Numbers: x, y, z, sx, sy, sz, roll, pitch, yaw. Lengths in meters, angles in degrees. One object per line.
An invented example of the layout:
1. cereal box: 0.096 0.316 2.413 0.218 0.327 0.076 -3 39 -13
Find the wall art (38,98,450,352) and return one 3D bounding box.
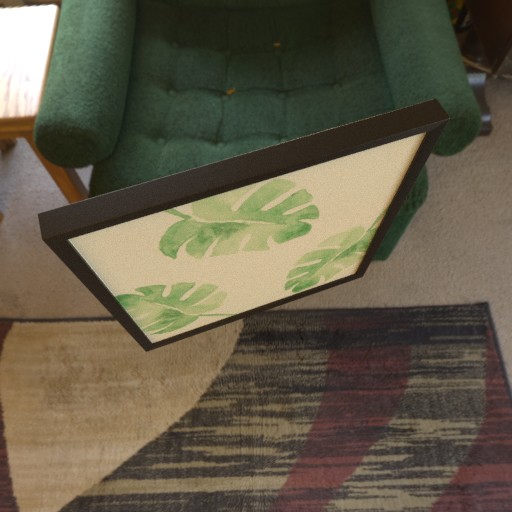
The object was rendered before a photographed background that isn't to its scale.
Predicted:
1. wall art: 0.000 0.000 0.754 0.508 0.508 0.036 -18 66 -9
